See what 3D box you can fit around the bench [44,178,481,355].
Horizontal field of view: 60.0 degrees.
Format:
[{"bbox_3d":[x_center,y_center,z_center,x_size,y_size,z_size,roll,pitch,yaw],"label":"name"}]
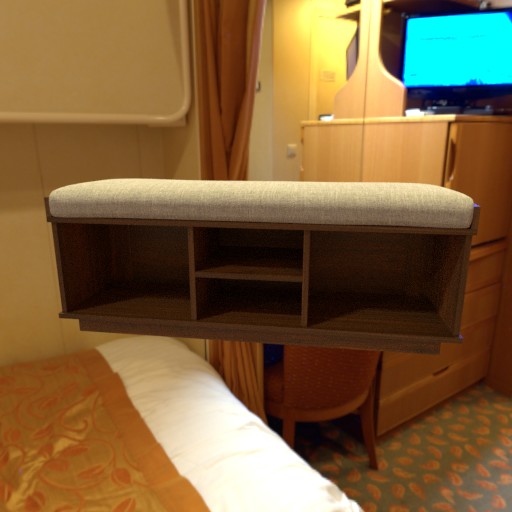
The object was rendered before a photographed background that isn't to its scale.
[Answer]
[{"bbox_3d":[0.000,0.000,1.415,1.196,0.468,0.367,2,16,8],"label":"bench"}]
